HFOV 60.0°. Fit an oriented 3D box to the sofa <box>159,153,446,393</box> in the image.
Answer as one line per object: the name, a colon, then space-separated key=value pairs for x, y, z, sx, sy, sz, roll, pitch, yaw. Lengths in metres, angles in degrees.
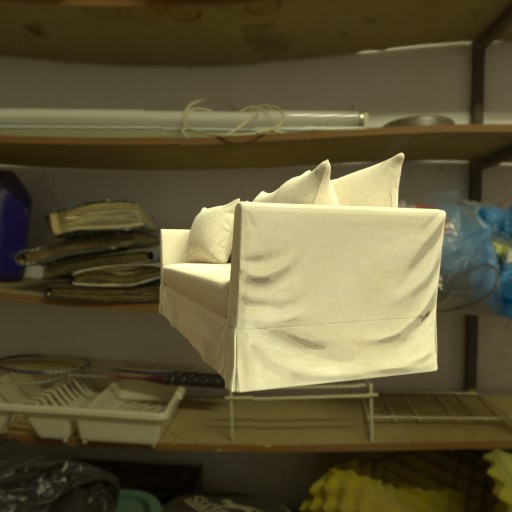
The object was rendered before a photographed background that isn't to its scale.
sofa: x=0.000 y=0.000 z=3.009 sx=1.030 sy=1.042 sz=2.484 roll=0 pitch=1 yaw=-19
